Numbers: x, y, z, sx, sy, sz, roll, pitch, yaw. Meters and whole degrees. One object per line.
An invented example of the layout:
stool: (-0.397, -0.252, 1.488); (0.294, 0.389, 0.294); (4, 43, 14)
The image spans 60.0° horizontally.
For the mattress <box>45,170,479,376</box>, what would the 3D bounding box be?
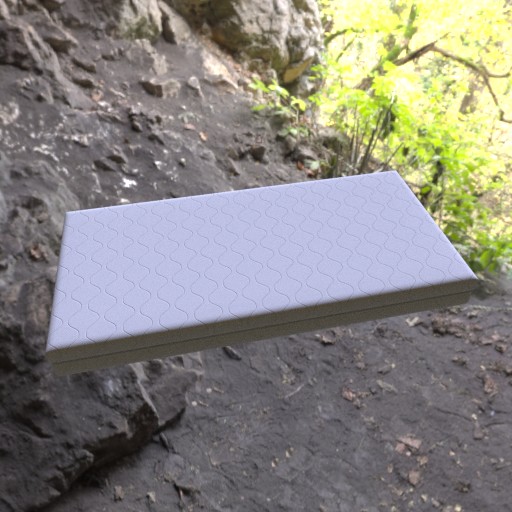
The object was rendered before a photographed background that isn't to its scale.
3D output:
mattress: (0.000, 0.000, 2.251); (1.900, 0.200, 0.900); (-9, 46, -8)
